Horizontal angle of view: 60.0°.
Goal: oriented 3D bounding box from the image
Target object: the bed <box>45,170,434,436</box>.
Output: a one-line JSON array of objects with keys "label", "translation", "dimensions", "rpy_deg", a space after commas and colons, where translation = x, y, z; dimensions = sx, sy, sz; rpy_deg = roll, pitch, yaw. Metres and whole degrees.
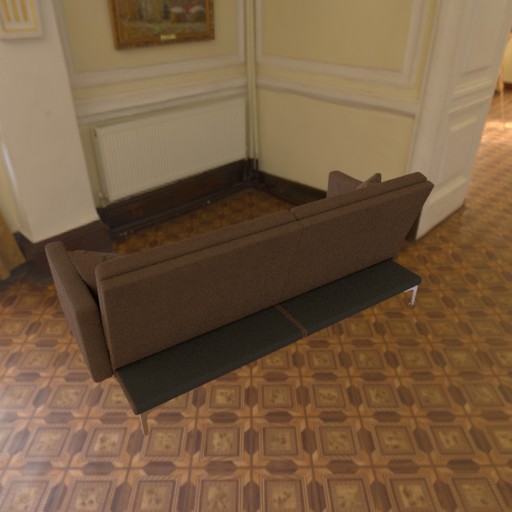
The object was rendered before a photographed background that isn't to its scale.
[{"label": "bed", "translation": [0.000, 0.000, 2.367], "dimensions": [1.905, 0.787, 0.889], "rpy_deg": [-19, 36, -27]}]
